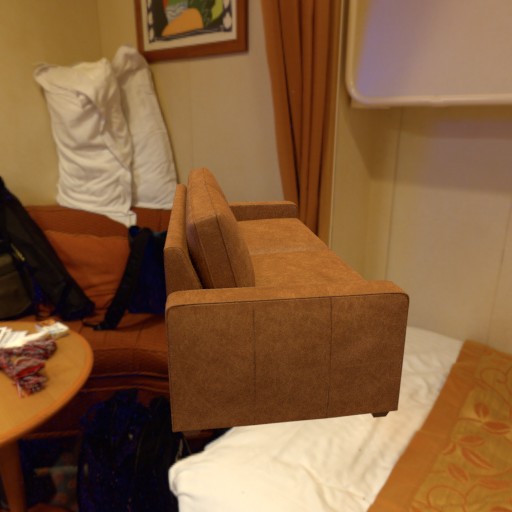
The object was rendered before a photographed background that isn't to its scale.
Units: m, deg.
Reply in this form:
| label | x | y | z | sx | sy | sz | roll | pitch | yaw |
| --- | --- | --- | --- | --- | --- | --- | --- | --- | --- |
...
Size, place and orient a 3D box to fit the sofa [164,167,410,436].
| label | x | y | z | sx | sy | sz | roll | pitch | yaw |
| --- | --- | --- | --- | --- | --- | --- | --- | --- | --- |
| sofa | 0.000 | 0.000 | 2.738 | 0.991 | 0.928 | 2.156 | -2 | 17 | -8 |
